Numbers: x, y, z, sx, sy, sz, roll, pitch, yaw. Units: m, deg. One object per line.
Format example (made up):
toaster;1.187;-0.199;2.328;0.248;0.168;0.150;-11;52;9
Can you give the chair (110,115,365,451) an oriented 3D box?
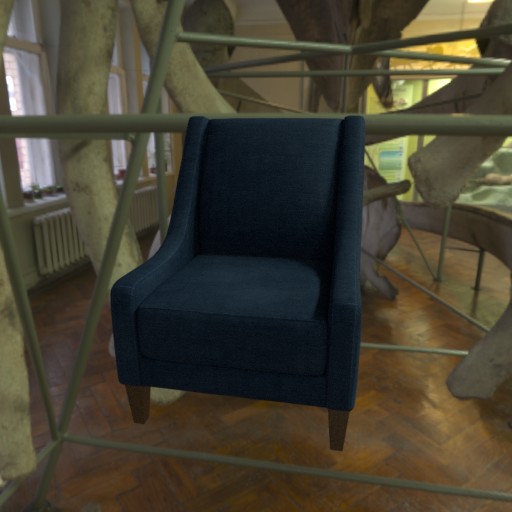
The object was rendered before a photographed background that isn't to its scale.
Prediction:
chair;0.000;0.000;1.657;0.774;1.014;0.870;3;17;11
